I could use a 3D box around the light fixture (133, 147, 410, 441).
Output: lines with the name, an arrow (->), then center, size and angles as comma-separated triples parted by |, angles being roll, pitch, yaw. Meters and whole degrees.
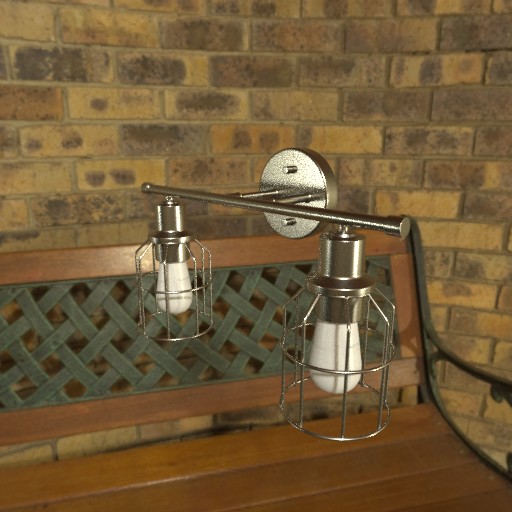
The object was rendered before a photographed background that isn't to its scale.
light fixture -> 0.000, 0.000, 0.539 | 0.165, 0.254, 0.406 | -14, 20, -42
